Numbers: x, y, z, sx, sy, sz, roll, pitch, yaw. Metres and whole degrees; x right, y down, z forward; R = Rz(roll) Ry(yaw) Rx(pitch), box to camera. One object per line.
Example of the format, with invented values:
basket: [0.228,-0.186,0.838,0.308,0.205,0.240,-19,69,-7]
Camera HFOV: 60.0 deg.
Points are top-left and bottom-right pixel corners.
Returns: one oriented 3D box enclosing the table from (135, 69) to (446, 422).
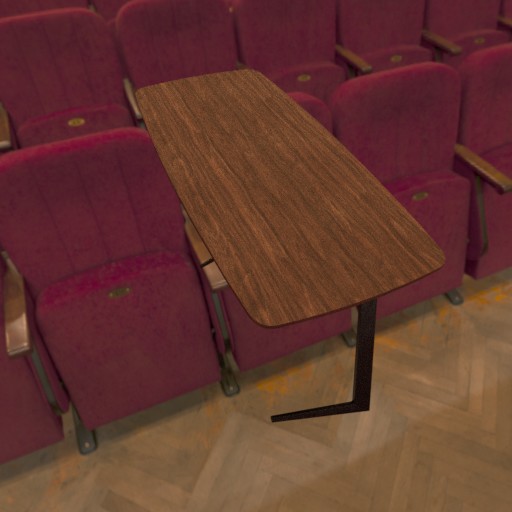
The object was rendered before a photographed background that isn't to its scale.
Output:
table: [0.000,0.000,1.094,0.361,0.576,0.804,-17,48,-16]
